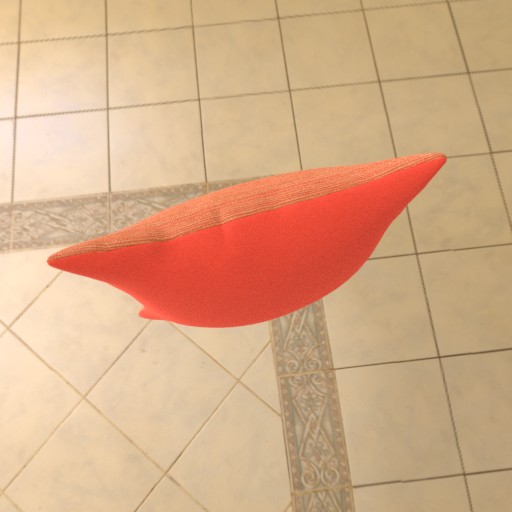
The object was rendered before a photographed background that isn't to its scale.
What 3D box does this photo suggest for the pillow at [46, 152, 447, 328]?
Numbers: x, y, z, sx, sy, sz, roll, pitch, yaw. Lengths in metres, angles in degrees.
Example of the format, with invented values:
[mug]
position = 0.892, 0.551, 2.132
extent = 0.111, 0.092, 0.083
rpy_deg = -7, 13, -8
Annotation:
[pillow]
position = 0.000, 0.000, 0.803
extent = 0.559, 0.501, 0.229
rpy_deg = -15, 76, -4
